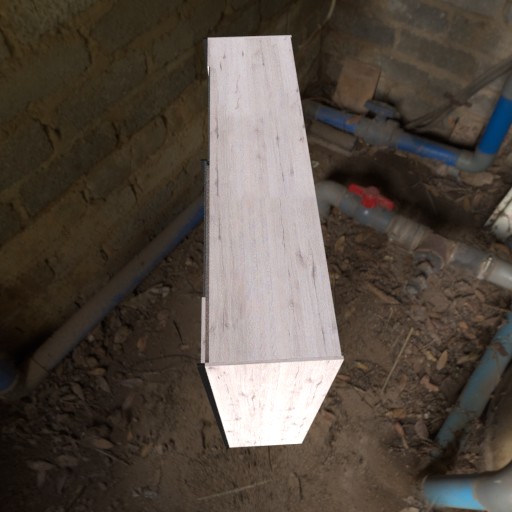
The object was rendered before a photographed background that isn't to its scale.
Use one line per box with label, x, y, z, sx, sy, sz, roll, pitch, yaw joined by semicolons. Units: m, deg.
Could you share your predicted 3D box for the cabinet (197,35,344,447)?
cabinet;0.000;0.000;3.566;0.660;2.180;2.500;-3;58;-2
